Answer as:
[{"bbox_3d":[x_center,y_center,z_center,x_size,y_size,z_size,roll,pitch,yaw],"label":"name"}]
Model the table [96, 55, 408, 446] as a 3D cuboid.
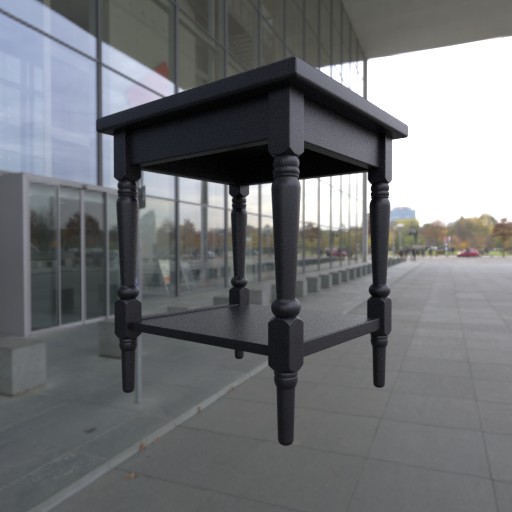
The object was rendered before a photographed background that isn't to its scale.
[{"bbox_3d":[0.000,0.000,0.935,0.488,0.565,0.442,1,1,38],"label":"table"}]
